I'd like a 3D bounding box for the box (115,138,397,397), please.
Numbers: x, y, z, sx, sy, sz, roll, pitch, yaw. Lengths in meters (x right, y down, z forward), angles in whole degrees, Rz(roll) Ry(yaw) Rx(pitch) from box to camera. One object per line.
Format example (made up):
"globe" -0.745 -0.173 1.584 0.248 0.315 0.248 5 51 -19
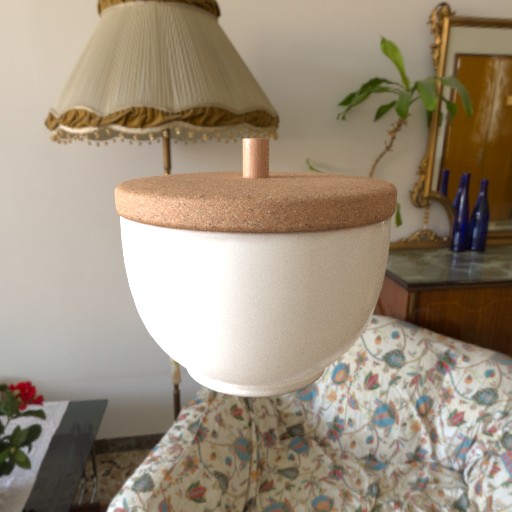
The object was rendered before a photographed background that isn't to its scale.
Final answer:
"box" 0.000 0.000 0.183 0.107 0.094 0.107 0 15 0
